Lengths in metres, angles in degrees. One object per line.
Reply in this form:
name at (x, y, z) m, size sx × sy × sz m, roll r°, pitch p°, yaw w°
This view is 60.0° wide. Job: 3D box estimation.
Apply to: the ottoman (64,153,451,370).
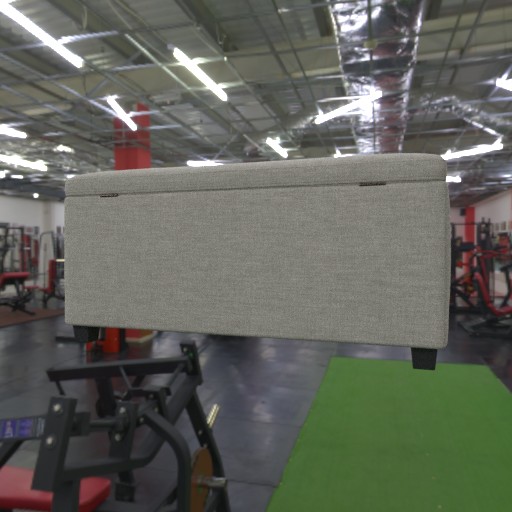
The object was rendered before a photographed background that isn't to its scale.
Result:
ottoman at (0.000, 0.000, 1.151) m, size 0.902 × 0.432 × 0.419 m, roll 0°, pitch 1°, yaw 18°
